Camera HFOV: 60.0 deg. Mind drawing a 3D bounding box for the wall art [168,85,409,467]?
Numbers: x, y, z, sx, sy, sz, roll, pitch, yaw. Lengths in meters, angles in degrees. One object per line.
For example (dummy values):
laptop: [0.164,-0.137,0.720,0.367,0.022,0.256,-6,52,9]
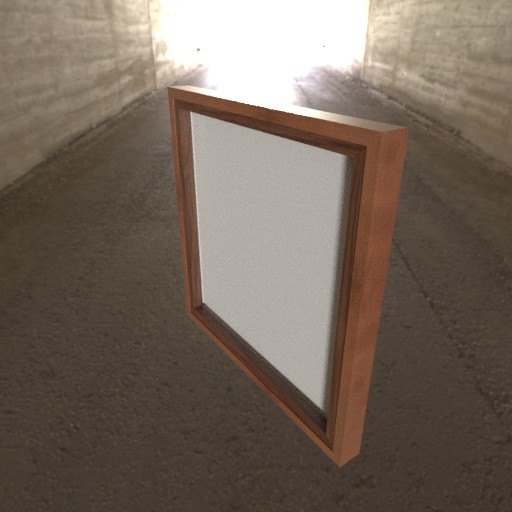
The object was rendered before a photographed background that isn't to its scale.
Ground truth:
wall art: [0.000,0.000,0.606,0.035,0.403,0.403,-18,32,-31]
